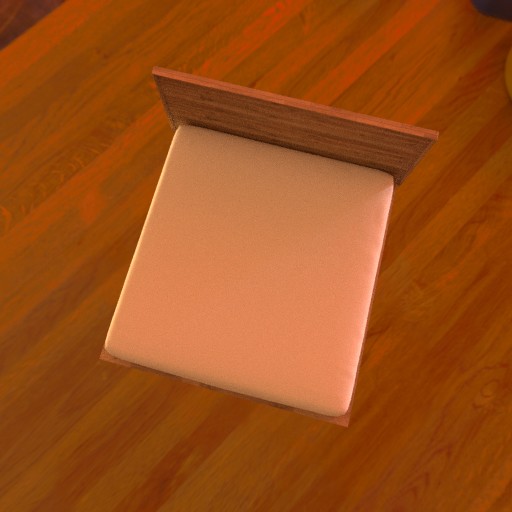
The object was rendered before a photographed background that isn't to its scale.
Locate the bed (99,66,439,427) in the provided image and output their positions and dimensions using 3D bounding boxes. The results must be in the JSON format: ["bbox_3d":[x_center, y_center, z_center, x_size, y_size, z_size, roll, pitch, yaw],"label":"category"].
[{"bbox_3d":[0.000,0.000,3.495,2.116,1.100,2.167,14,77,3],"label":"bed"}]
